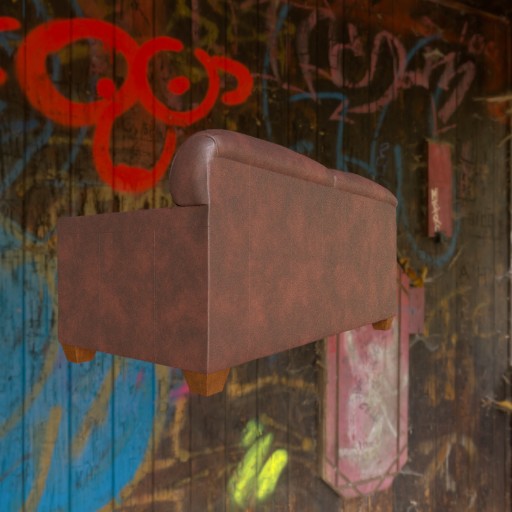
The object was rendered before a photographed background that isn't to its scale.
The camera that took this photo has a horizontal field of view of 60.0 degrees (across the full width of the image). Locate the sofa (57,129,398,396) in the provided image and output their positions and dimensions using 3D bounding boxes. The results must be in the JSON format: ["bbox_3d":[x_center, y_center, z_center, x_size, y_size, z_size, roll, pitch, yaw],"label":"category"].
[{"bbox_3d":[0.000,0.000,2.485,1.000,0.966,1.856,0,0,37],"label":"sofa"}]
